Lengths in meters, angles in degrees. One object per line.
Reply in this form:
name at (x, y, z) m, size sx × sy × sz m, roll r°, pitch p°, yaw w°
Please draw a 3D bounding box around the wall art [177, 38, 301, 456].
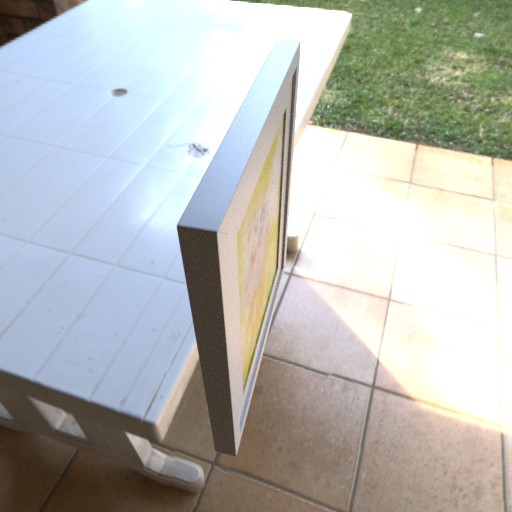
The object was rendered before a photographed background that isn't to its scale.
wall art at (0.000, 0.000, 0.530) m, size 0.028 × 0.381 × 0.331 m, roll 10°, pitch 47°, yaw 9°
